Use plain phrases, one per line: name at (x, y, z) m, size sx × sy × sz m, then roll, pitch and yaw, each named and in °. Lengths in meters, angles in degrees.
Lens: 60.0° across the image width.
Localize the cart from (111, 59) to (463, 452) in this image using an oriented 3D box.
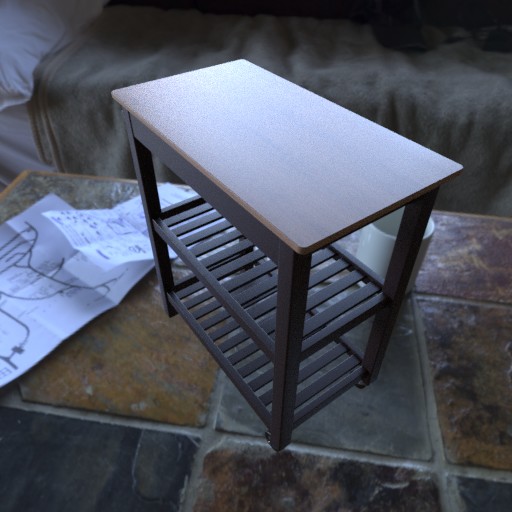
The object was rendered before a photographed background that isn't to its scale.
cart at (0.000, 0.000, 1.427) m, size 0.457 × 0.927 × 0.899 m, roll -26°, pitch 48°, yaw -26°
